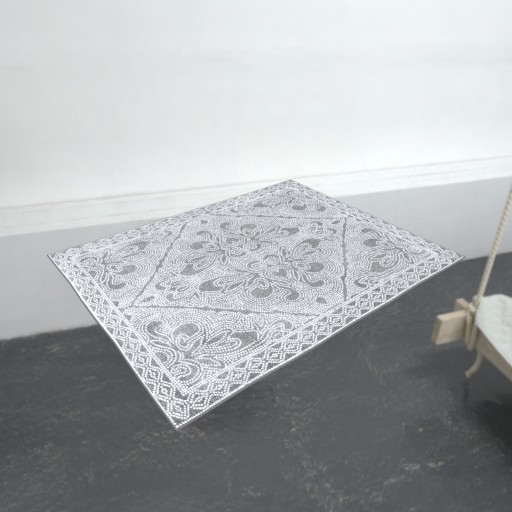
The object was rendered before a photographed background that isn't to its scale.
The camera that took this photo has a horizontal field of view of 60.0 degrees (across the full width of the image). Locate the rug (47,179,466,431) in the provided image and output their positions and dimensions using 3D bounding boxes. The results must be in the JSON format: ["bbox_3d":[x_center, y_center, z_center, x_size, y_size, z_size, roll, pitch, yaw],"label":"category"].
[{"bbox_3d":[0.000,0.000,4.089,3.048,0.012,2.438,-22,38,-31],"label":"rug"}]
